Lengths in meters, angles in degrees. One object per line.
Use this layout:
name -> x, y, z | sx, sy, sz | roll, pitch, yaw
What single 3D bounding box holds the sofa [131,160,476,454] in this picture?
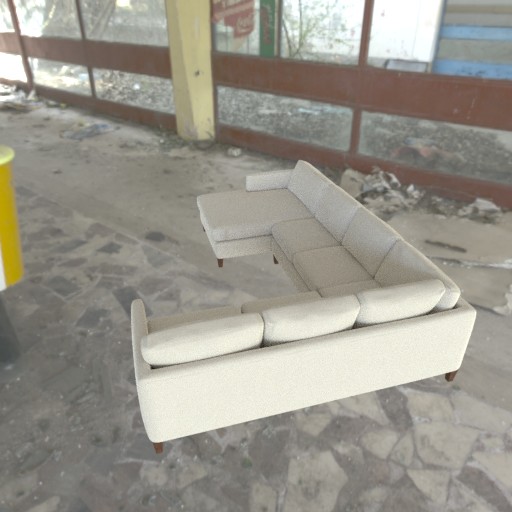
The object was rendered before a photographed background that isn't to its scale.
sofa -> 0.000, 0.000, 4.614 | 2.593, 0.956, 3.459 | -8, 31, -14
